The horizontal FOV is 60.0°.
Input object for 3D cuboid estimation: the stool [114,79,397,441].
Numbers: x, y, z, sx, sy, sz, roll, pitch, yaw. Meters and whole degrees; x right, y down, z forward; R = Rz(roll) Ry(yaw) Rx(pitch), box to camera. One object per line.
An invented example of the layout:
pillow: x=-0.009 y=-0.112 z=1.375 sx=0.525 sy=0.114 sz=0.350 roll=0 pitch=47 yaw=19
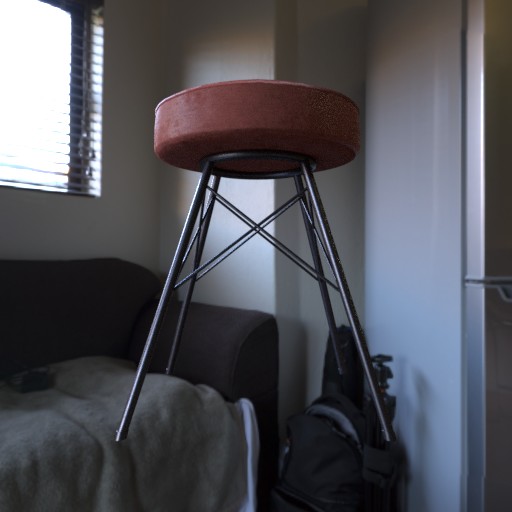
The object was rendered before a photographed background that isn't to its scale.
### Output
stool: x=0.000 y=0.000 z=0.913 sx=0.457 sy=0.593 sz=0.421 roll=0 pitch=0 yaw=0
